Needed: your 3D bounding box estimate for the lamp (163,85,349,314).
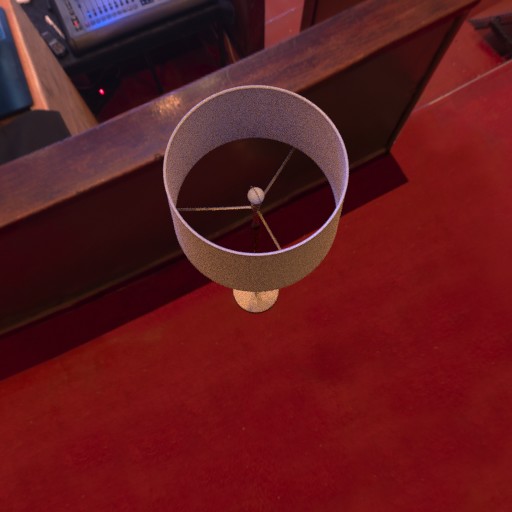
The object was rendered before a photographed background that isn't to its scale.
[{"bbox_3d":[0.000,0.000,1.583,0.420,1.447,0.420,0,76,0],"label":"lamp"}]
